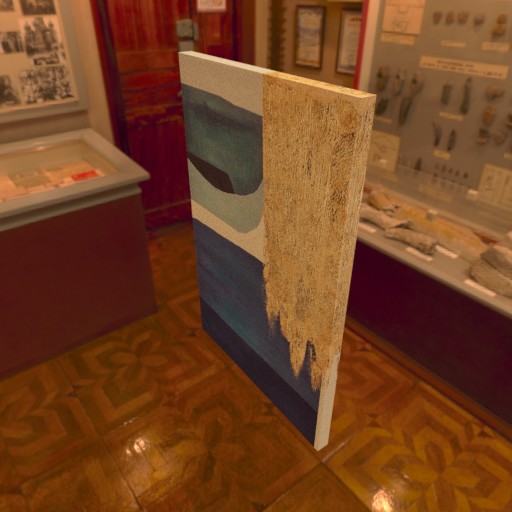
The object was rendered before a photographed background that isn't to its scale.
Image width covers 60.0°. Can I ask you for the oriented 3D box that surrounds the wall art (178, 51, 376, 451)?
[{"bbox_3d":[0.000,0.000,1.156,0.039,0.911,0.607,-22,38,-30],"label":"wall art"}]
